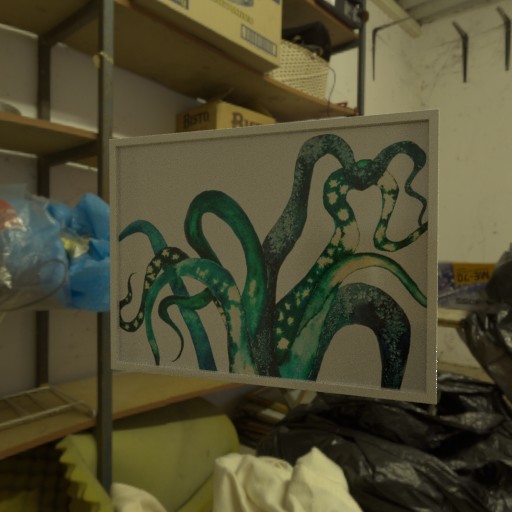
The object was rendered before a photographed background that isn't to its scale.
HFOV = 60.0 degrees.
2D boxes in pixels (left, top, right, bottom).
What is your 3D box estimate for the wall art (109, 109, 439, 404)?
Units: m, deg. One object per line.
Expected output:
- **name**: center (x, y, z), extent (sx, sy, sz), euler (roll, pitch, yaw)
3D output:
- **wall art**: center (0.000, 0.000, 1.374), extent (1.041, 0.787, 0.053), euler (0, 1, 19)
